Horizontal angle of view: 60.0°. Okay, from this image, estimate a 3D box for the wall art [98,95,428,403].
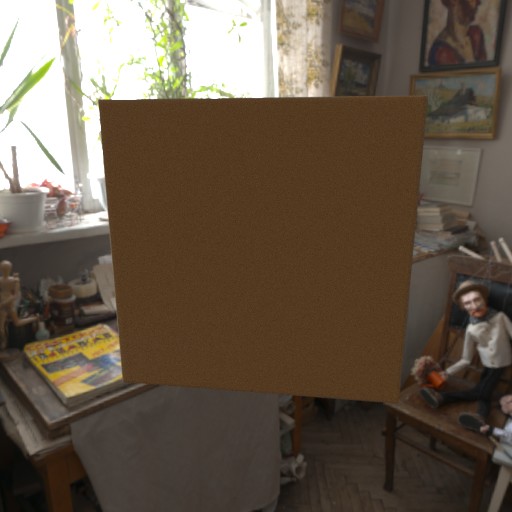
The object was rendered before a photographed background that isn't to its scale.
[{"bbox_3d":[0.000,0.000,1.916,1.287,1.288,0.078,2,15,8],"label":"wall art"}]
